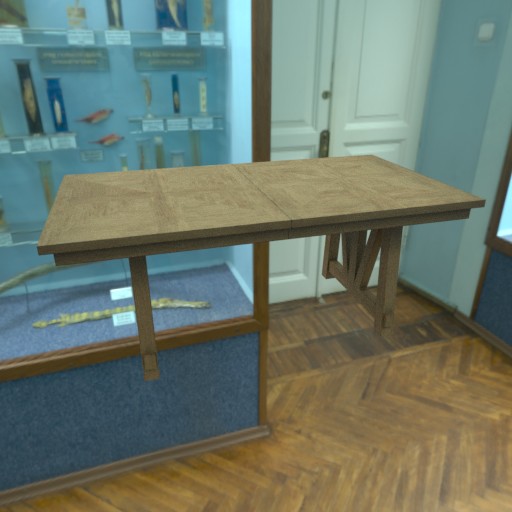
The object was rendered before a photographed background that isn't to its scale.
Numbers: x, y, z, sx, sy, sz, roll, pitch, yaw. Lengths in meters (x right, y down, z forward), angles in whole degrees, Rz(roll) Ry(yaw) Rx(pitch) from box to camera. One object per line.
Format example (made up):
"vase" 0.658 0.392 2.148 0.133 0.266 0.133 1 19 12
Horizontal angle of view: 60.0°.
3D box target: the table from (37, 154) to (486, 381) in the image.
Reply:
"table" 0.000 0.000 2.377 1.881 0.768 1.016 -7 26 -15
